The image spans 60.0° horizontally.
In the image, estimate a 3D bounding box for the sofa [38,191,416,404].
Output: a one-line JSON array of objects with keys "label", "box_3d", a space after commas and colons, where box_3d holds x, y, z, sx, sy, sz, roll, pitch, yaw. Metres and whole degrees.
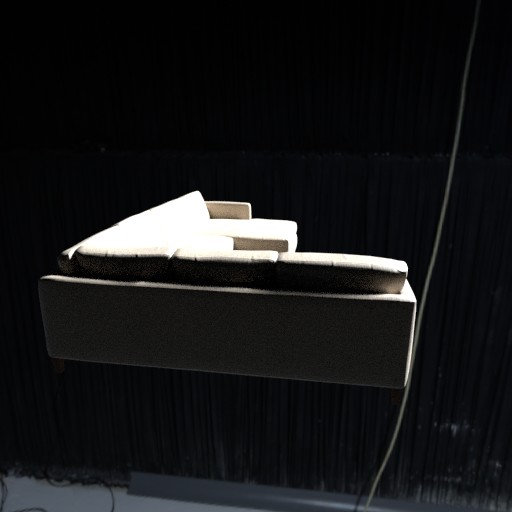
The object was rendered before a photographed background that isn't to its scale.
[{"label": "sofa", "box_3d": [0.000, 0.000, 4.588, 2.594, 0.961, 3.460, 3, 16, 9]}]
